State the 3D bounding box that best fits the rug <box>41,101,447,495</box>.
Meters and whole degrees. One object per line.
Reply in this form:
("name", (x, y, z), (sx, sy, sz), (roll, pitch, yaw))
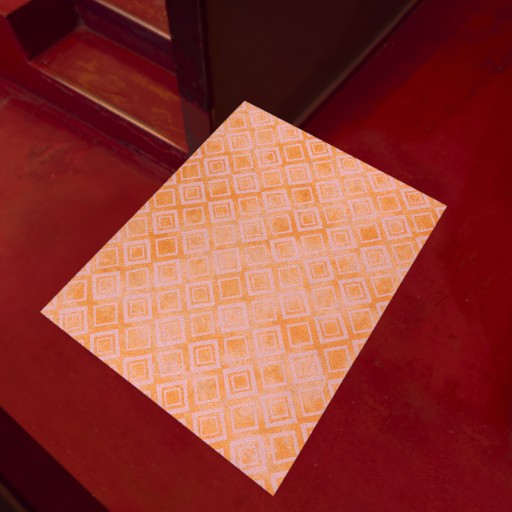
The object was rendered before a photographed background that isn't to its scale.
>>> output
("rug", (0.000, 0.000, 4.077), (2.433, 0.011, 3.037), (32, 67, 15))
